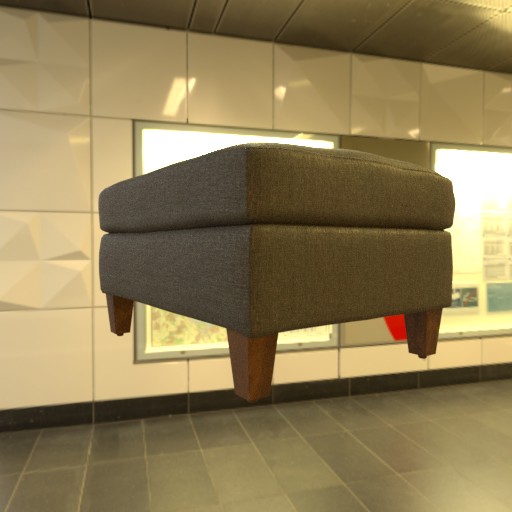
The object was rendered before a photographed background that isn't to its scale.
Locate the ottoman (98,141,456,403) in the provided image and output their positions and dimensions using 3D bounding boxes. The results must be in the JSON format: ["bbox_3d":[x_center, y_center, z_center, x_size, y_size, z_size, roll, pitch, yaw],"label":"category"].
[{"bbox_3d":[0.000,0.000,1.218,0.639,0.496,0.826,-1,2,-36],"label":"ottoman"}]
